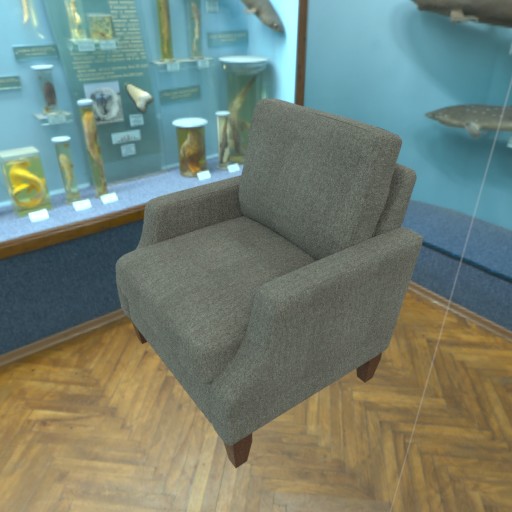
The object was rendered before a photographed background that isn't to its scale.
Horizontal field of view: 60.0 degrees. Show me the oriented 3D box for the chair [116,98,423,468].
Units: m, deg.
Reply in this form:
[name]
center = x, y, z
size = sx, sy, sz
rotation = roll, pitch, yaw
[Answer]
[chair]
center = 0.000, 0.000, 1.667
size = 0.897, 0.993, 0.855
rotation = -21, 37, -31
